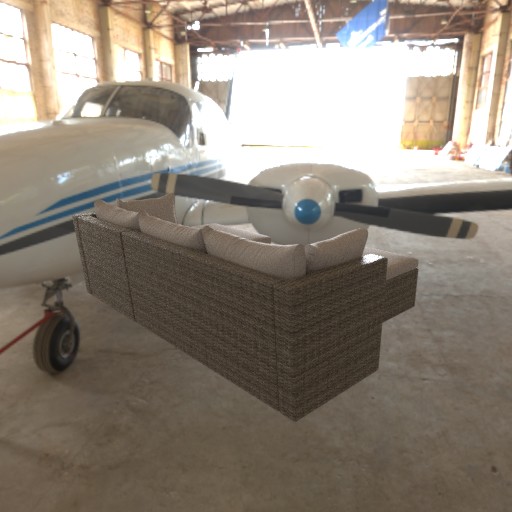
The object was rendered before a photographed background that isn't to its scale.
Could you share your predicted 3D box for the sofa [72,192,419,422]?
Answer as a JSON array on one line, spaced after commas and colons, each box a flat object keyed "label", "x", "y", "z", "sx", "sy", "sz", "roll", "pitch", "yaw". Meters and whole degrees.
[{"label": "sofa", "x": 0.000, "y": 0.000, "z": 3.089, "sx": 1.662, "sy": 0.766, "sz": 2.192, "roll": -14, "pitch": 21, "yaw": -41}]
